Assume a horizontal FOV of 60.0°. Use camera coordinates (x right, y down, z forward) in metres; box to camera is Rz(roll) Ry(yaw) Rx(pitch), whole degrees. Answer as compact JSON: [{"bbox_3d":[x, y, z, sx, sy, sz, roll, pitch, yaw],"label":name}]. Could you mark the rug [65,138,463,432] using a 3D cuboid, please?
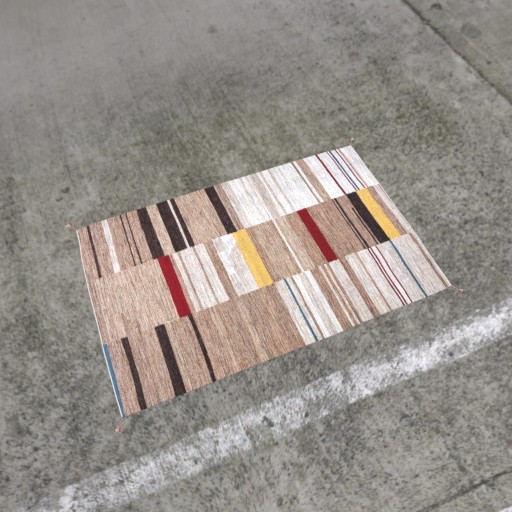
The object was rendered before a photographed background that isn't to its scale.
[{"bbox_3d":[0.000,0.000,2.483,1.918,0.007,1.268,-19,60,-11],"label":"rug"}]
